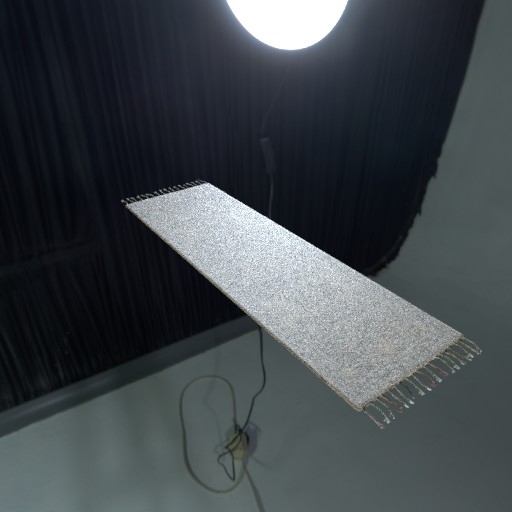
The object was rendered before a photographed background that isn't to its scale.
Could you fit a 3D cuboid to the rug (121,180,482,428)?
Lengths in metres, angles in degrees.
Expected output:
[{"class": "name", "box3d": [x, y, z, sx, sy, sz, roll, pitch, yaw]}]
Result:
[{"class": "rug", "box3d": [0.000, 0.000, 2.835, 0.762, 0.011, 2.664, -21, 37, -30]}]
